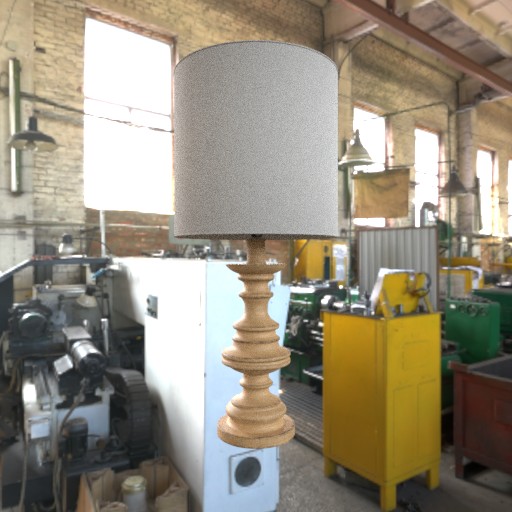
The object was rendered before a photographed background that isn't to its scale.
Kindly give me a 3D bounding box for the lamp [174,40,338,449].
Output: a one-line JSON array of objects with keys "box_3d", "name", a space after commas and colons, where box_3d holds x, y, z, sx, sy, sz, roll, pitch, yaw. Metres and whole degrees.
[{"box_3d": [0.000, 0.000, 0.572, 0.208, 0.455, 0.208, 0, 0, 17], "name": "lamp"}]
